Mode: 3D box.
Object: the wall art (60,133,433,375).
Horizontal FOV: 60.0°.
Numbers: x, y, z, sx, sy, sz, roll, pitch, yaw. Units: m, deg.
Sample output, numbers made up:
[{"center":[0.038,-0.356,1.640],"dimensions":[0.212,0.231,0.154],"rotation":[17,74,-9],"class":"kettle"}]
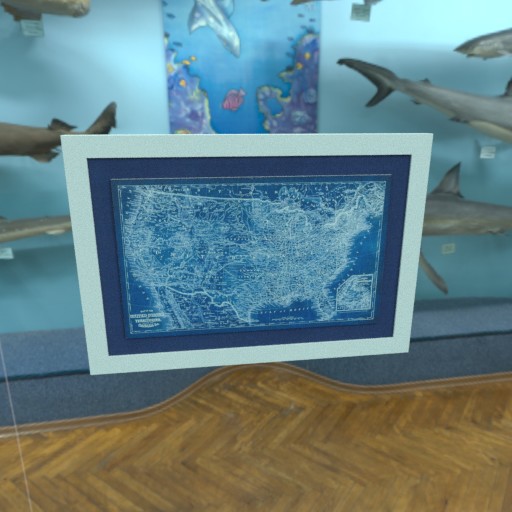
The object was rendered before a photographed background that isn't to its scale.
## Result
[{"center":[0.000,0.000,1.702],"dimensions":[1.308,0.902,0.051],"rotation":[-2,17,-7],"class":"wall art"}]
